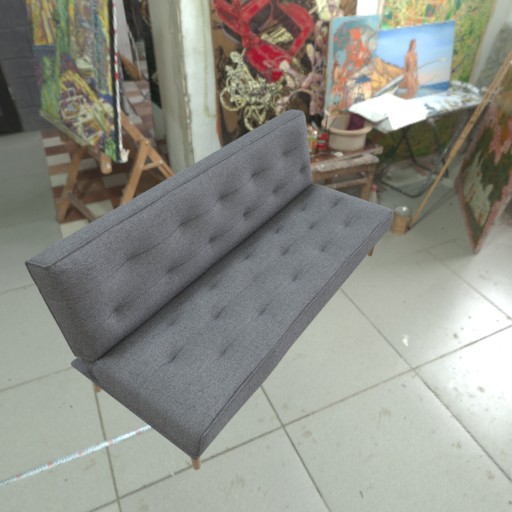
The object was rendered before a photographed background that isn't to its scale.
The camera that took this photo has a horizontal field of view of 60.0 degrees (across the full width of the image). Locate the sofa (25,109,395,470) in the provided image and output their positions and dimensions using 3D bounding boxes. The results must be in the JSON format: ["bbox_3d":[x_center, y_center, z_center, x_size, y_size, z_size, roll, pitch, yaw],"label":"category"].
[{"bbox_3d":[0.000,0.000,2.257,0.810,0.830,1.820,24,45,27],"label":"sofa"}]
